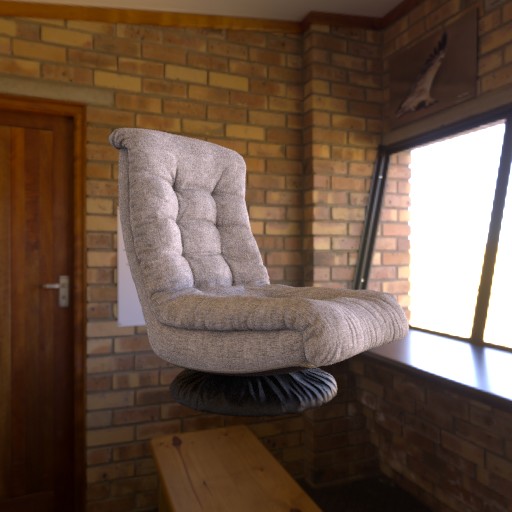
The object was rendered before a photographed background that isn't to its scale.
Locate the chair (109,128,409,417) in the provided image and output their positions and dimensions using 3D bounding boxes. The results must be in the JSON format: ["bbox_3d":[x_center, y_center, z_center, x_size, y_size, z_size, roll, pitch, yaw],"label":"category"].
[{"bbox_3d":[0.000,0.000,0.990,0.583,0.600,0.400,0,0,37],"label":"chair"}]
